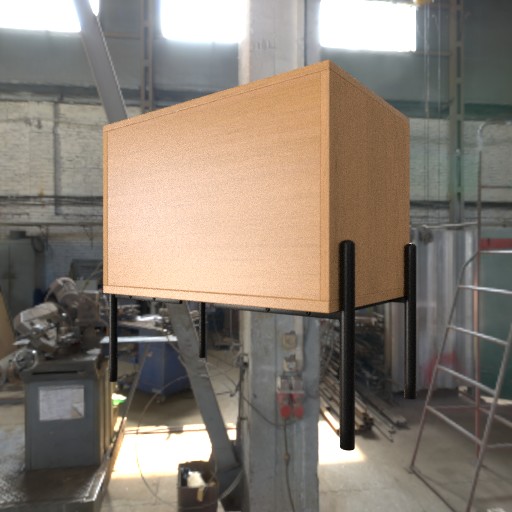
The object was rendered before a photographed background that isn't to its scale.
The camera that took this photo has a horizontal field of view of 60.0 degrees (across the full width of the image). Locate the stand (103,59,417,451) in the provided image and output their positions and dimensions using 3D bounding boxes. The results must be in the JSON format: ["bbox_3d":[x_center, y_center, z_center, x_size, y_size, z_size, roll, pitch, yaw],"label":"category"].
[{"bbox_3d":[0.000,0.000,1.008,0.630,0.600,0.400,0,0,37],"label":"stand"}]
